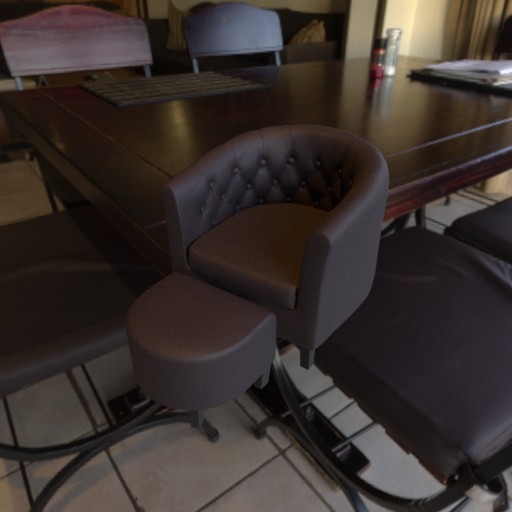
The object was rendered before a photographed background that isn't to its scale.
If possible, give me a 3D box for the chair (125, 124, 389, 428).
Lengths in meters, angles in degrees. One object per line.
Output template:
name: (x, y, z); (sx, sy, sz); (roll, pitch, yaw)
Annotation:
chair: (0.000, 0.000, 1.737); (0.763, 0.760, 1.191); (20, 37, 29)
